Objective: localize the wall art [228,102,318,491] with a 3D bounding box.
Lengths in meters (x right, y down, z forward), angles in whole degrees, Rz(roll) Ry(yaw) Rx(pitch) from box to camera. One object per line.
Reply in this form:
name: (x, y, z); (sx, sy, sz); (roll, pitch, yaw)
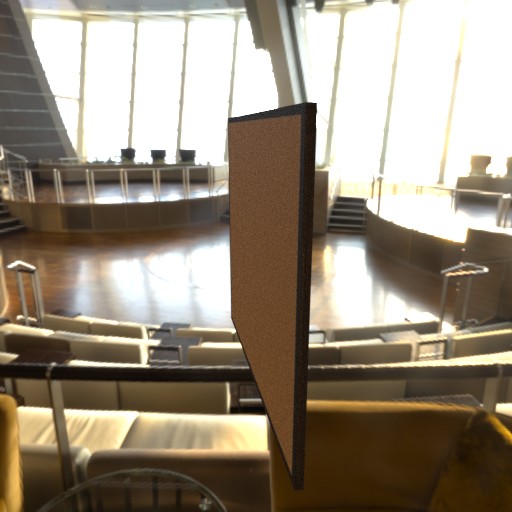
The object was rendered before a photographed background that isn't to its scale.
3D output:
wall art: (0.000, 0.000, 1.425); (0.023, 0.875, 1.033); (-3, 16, -11)
